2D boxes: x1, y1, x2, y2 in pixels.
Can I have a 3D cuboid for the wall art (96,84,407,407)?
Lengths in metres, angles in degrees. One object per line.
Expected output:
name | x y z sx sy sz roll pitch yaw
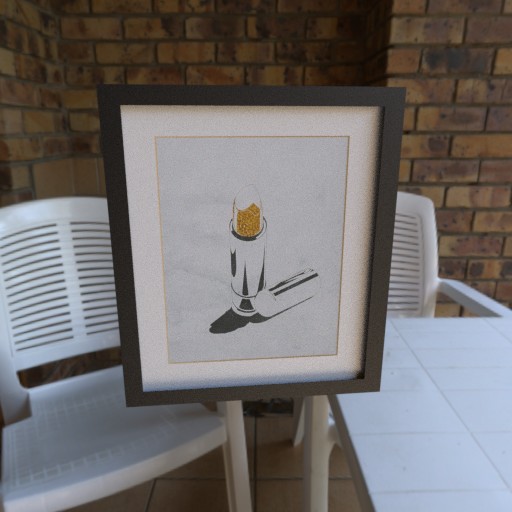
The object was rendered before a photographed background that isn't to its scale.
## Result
wall art | 0.000 0.000 0.531 0.330 0.381 0.019 -2 16 -6
